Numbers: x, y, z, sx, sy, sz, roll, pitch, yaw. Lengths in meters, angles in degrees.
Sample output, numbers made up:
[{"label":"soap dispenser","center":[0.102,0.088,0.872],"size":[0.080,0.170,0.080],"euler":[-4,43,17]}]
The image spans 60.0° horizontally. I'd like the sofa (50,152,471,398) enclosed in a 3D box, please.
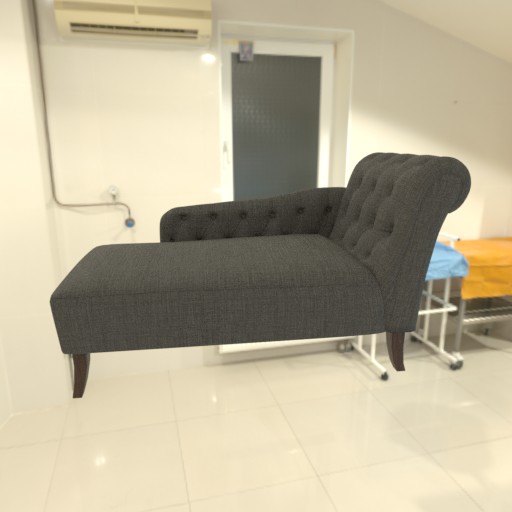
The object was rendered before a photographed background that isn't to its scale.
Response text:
[{"label":"sofa","center":[0.000,0.000,1.755],"size":[1.379,0.787,0.675],"euler":[-2,15,-8]}]
